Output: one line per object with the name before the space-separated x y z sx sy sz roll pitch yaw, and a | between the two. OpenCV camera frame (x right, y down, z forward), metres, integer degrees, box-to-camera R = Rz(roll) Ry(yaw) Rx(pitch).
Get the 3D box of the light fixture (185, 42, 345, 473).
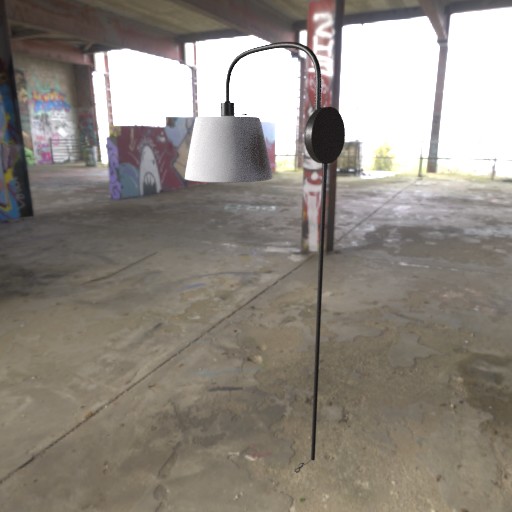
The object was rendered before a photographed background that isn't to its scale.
light fixture | 0.000 0.000 0.461 0.092 0.399 0.176 -14 21 -41
